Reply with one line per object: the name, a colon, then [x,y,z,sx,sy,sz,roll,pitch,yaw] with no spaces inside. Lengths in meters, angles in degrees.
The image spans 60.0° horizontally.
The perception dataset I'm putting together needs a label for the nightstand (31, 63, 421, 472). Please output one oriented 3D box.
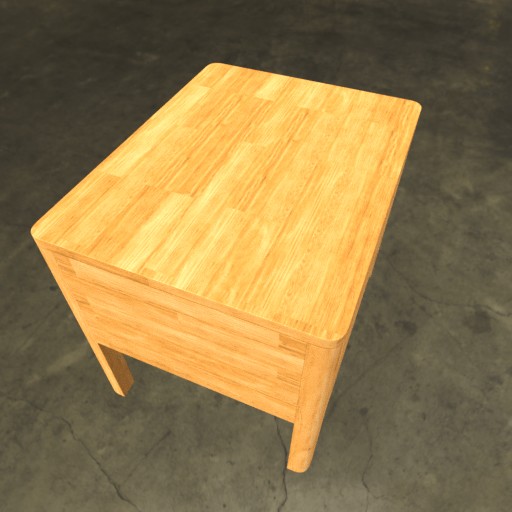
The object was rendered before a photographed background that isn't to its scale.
nightstand: [0.000,0.000,0.885,0.440,0.470,0.560,17,50,15]
